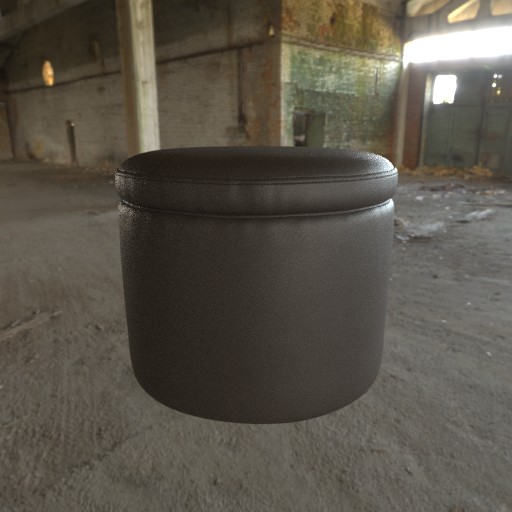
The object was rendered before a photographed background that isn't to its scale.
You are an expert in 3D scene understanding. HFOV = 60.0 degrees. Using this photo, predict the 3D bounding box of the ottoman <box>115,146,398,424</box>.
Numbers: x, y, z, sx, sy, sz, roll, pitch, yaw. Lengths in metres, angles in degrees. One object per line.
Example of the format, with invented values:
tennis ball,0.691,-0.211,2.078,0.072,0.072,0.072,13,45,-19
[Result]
ottoman,0.000,0.000,0.857,0.500,0.409,0.500,0,15,0
